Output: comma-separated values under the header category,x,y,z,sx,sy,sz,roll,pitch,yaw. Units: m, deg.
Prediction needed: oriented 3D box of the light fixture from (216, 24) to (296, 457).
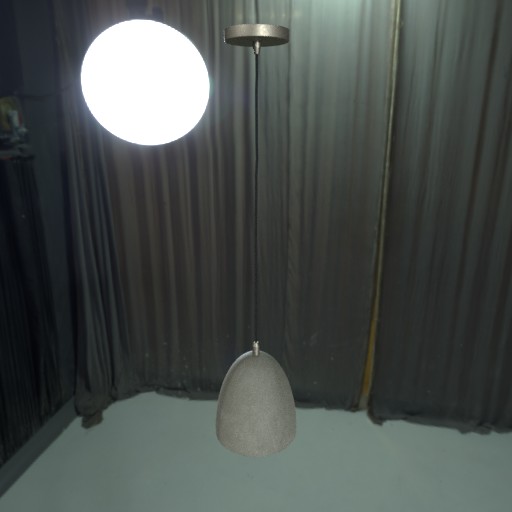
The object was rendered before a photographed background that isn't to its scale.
category,x,y,z,sx,sy,sz,roll,pitch,yaw
light fixture,0.000,0.000,0.825,0.170,0.759,0.170,3,17,8
